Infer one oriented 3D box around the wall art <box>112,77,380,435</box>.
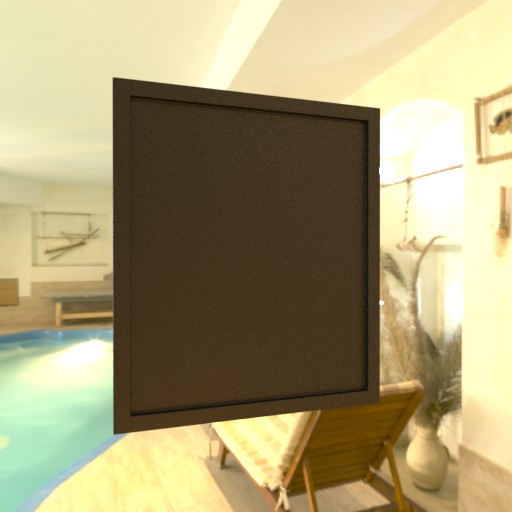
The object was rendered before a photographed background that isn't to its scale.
[{"bbox_3d":[0.000,0.000,0.534,0.328,0.381,0.028,0,0,-18],"label":"wall art"}]
